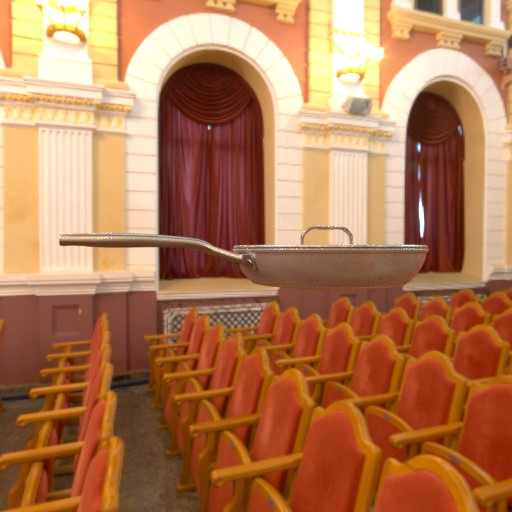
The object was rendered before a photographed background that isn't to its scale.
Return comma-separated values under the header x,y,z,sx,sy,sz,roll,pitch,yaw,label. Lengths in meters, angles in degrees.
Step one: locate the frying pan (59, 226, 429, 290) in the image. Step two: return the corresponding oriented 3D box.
x,y,z,sx,sy,sz,roll,pitch,yaw,label
0.000,0.000,0.604,0.490,0.086,0.272,0,1,-19,frying pan
